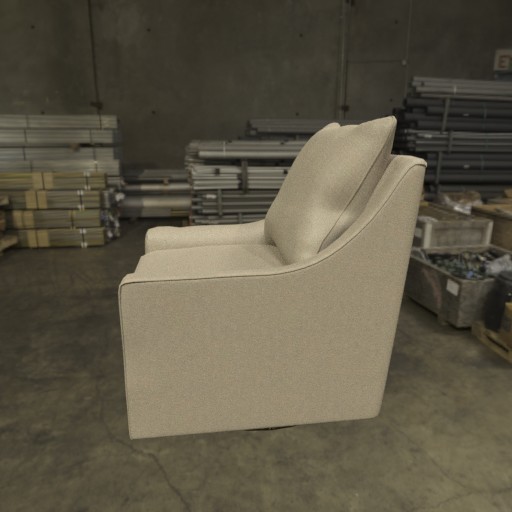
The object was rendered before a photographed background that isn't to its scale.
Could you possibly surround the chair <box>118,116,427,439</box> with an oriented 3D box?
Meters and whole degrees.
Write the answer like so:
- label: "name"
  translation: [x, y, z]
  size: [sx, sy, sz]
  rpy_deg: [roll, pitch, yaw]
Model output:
- label: "chair"
  translation: [0.000, 0.000, 1.595]
  size: [0.876, 0.942, 0.760]
  rpy_deg: [-2, 15, -8]
